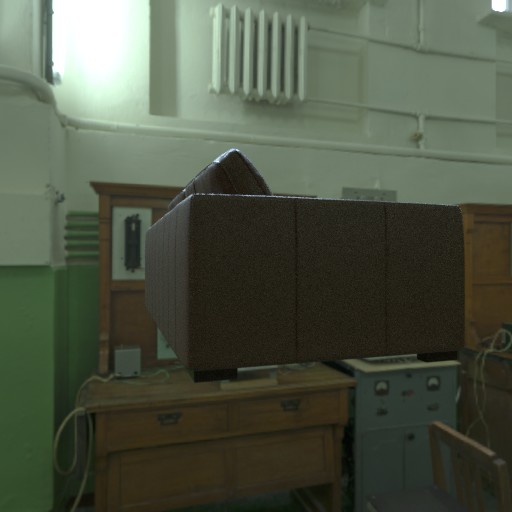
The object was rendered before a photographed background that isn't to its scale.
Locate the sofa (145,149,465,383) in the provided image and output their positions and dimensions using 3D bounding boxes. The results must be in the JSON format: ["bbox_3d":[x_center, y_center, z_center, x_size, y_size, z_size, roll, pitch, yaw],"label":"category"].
[{"bbox_3d":[0.000,0.000,2.400,1.070,0.800,1.920,0,0,-18],"label":"sofa"}]
